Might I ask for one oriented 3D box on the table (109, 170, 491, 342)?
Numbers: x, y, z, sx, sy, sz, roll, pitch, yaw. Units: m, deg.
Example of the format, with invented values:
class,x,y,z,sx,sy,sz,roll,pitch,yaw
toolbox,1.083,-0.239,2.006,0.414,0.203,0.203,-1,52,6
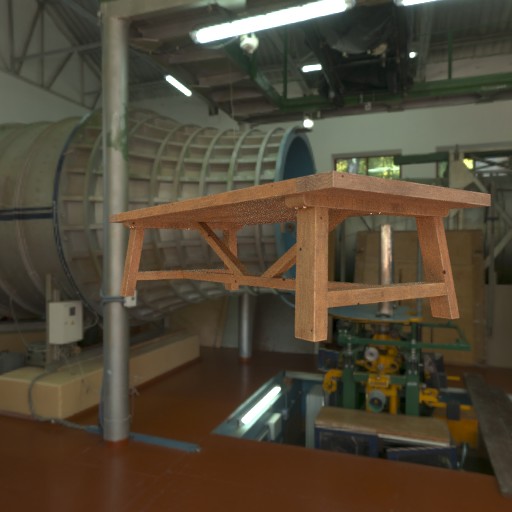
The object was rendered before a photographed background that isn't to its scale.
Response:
class,x,y,z,sx,sy,sz,roll,pitch,yaw
table,0.000,0.000,2.116,0.820,0.465,1.800,-1,1,-36
